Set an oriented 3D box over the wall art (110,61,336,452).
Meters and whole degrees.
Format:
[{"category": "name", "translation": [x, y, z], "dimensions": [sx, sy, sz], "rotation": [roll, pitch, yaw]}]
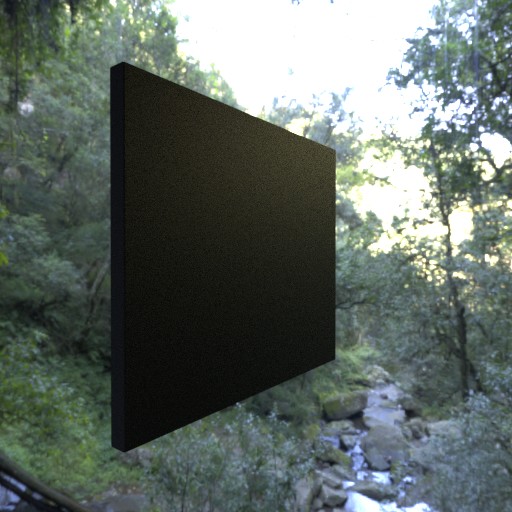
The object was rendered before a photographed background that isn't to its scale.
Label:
[{"category": "wall art", "translation": [0.000, 0.000, 0.747], "dimensions": [0.031, 0.457, 0.558], "rotation": [0, 1, 36]}]
